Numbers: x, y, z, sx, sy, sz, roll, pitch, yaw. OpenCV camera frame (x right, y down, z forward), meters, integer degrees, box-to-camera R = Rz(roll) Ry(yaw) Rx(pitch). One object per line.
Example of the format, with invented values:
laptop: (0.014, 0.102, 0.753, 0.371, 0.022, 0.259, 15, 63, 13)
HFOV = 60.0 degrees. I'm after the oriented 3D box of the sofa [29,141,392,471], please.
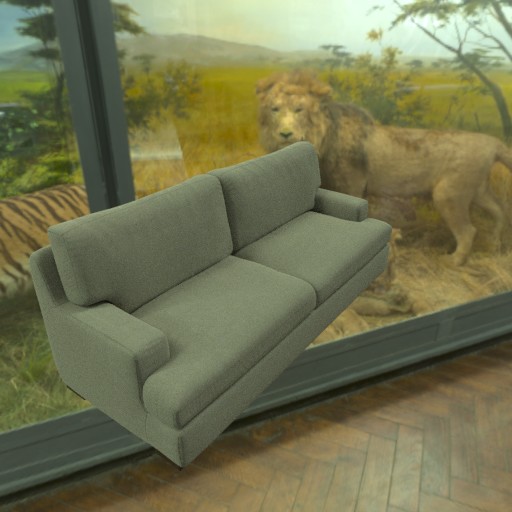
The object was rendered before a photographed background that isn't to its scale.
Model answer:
sofa: (0.000, 0.000, 2.792, 0.962, 0.980, 2.354, 19, 32, 32)
